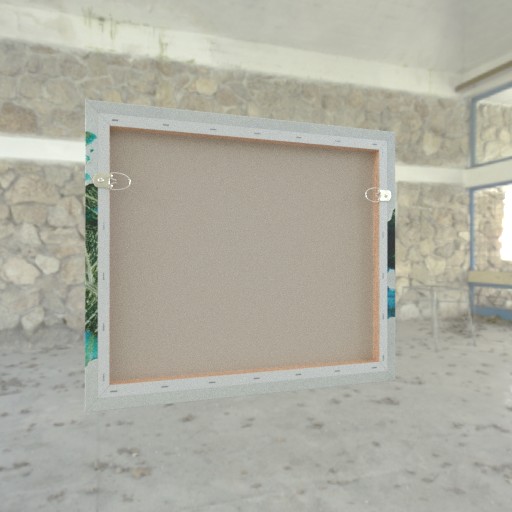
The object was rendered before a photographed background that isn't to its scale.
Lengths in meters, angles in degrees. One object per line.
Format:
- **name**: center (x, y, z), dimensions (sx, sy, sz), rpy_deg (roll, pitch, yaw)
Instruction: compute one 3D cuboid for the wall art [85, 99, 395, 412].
- **wall art**: center (0.000, 0.000, 0.990), dimensions (0.711, 0.610, 0.043), rpy_deg (0, 0, -19)
